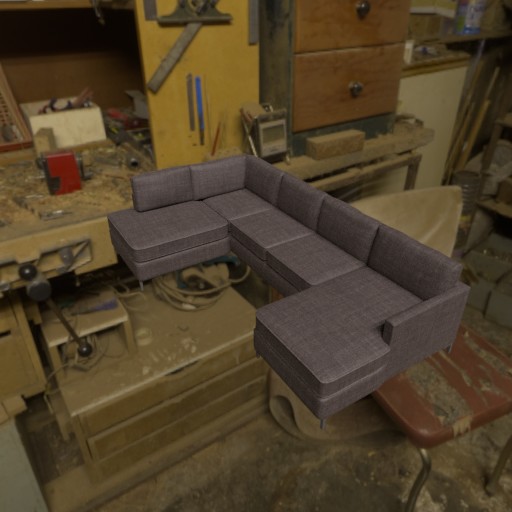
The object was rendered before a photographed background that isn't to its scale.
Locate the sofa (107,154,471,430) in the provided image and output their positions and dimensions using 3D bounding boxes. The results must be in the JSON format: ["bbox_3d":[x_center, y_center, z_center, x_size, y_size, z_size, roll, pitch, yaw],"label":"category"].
[{"bbox_3d":[0.000,0.000,4.480,2.048,0.999,3.423,-18,36,-27],"label":"sofa"}]
